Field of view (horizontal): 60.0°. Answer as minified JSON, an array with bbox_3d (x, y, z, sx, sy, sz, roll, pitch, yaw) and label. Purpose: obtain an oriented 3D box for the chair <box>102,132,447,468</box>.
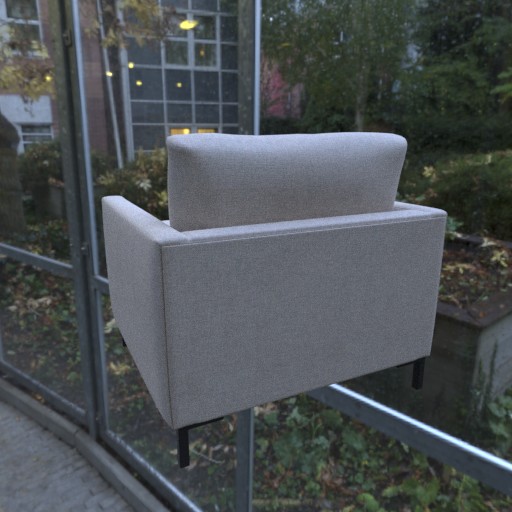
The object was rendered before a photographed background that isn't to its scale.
[{"bbox_3d":[0.000,0.000,1.610,0.963,0.861,0.866,-7,16,-26],"label":"chair"}]
